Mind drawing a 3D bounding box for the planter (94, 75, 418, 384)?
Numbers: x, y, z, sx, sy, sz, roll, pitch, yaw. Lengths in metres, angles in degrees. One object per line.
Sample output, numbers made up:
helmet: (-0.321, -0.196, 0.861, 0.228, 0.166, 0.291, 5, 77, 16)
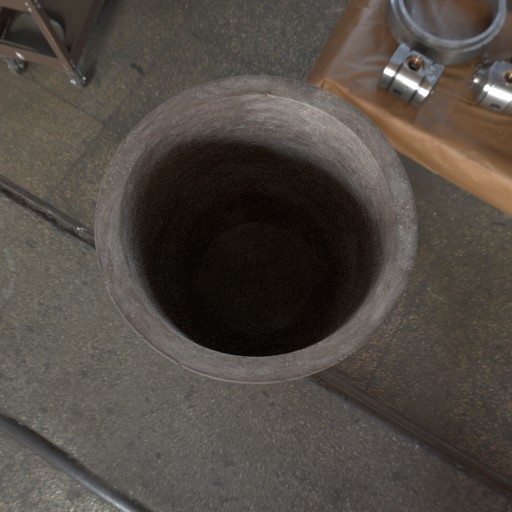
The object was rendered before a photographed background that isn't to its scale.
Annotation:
planter: (0.000, 0.000, 0.226, 0.122, 0.128, 0.122, 0, 76, 0)
